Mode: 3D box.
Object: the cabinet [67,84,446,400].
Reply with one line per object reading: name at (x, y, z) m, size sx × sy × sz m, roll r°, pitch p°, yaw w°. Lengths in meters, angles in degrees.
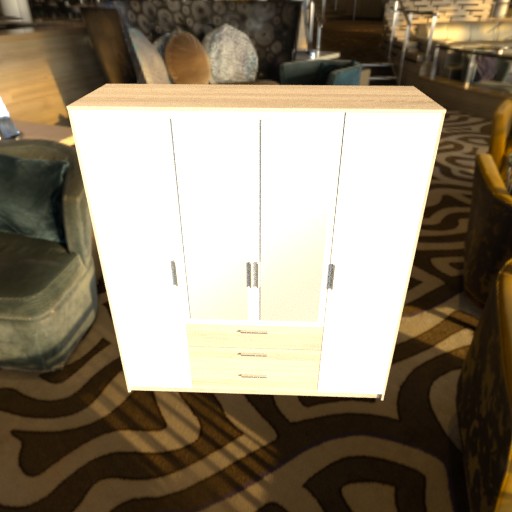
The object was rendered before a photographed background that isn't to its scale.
cabinet at (0.000, 0.000, 2.967) m, size 1.870 × 2.060 × 0.620 m, roll 1°, pitch 31°, yaw 2°
